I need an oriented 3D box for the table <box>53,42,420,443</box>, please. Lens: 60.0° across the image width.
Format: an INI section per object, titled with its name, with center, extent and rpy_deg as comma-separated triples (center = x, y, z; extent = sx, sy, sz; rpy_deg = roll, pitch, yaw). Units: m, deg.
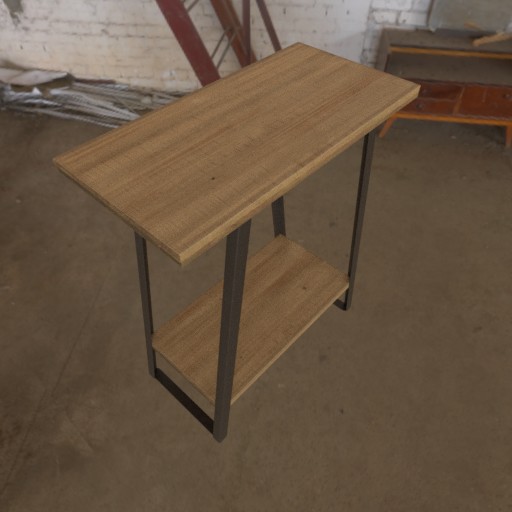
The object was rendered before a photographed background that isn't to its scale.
[table]
center = 0.000, 0.000, 1.019
extent = 0.300, 0.701, 0.599
rpy_deg = 34, 56, 27
